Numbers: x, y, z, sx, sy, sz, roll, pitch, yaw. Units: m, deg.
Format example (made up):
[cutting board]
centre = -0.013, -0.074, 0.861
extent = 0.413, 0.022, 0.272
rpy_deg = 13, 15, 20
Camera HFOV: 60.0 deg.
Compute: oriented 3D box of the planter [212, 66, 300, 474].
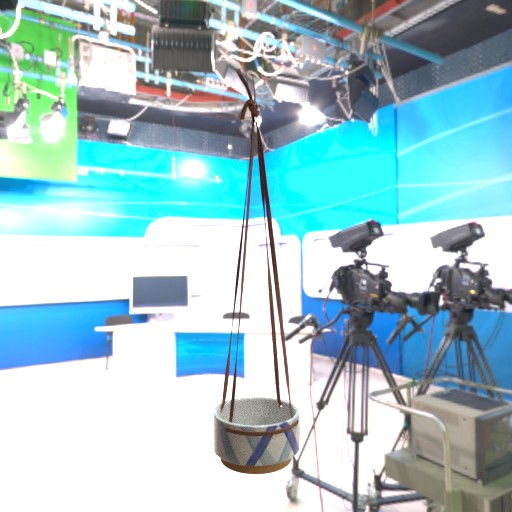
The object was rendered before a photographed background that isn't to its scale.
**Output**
[planter]
centre = 0.000, 0.000, 0.828
extent = 0.166, 0.751, 0.166
rpy_deg = 0, 0, 18
